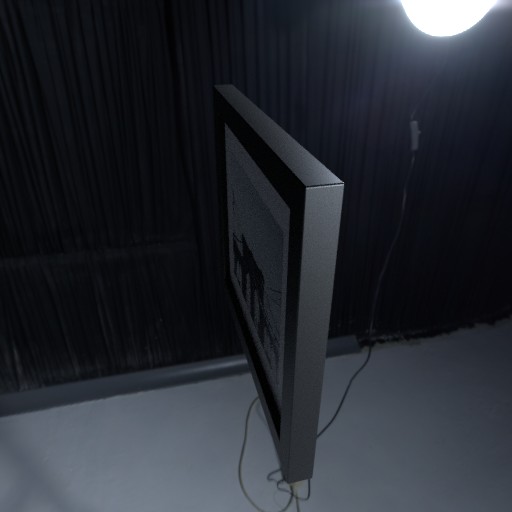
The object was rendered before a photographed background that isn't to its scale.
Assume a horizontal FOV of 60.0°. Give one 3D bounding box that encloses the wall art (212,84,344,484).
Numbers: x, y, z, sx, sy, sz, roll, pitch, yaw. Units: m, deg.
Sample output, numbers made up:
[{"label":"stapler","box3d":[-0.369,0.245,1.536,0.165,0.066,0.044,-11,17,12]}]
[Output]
[{"label":"wall art","box3d":[0.000,0.000,0.538,0.028,0.330,0.380,-7,32,-12]}]
